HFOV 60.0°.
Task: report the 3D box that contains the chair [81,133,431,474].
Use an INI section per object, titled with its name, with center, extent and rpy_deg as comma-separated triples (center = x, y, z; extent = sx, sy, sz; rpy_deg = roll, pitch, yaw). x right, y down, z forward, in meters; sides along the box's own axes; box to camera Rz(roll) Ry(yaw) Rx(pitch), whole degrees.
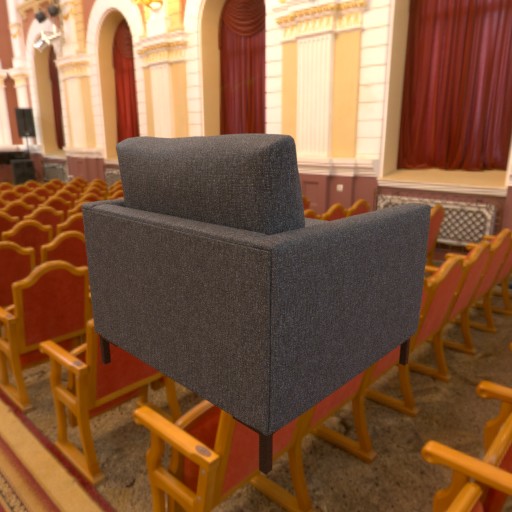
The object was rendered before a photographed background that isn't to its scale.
[chair]
center = 0.000, 0.000, 1.631
extent = 0.963, 0.861, 0.866
rpy_deg = 14, 20, 42
